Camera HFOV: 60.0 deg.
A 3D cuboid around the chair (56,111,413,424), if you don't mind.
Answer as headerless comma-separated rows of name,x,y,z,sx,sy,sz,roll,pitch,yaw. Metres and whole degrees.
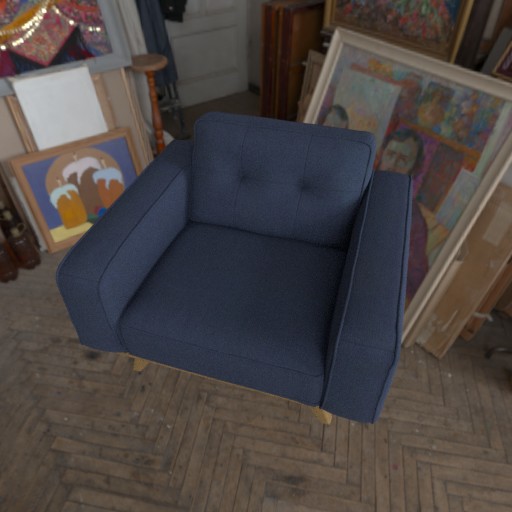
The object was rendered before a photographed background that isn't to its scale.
chair,0.000,0.000,1.749,1.118,0.783,0.953,12,43,13
